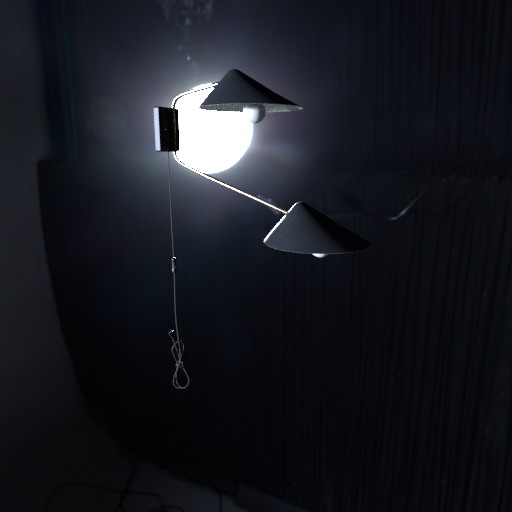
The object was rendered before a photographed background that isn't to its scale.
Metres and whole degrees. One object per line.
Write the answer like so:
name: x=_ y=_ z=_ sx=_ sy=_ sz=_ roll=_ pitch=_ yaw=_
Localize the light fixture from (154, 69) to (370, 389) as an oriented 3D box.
light fixture: x=0.000 y=0.000 z=0.838 sx=0.422 sy=0.665 sz=0.189 roll=7 pitch=15 yaw=27
